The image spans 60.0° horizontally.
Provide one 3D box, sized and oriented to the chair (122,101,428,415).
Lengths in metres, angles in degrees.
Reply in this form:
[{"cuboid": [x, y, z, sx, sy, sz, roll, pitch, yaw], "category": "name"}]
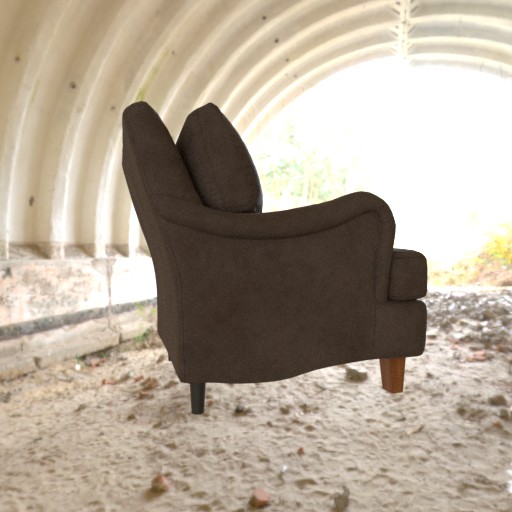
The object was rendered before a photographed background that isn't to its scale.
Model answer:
[{"cuboid": [0.000, 0.000, 1.850, 1.070, 0.997, 0.955, 0, 0, -17], "category": "chair"}]
